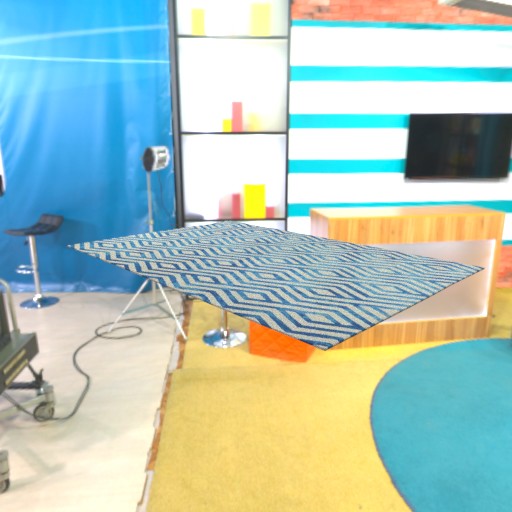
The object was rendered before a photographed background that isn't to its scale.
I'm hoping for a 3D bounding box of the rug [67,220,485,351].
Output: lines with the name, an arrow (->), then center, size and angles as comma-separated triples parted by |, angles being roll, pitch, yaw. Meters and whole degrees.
rug -> 0.000, 0.000, 2.304 | 1.225, 0.008, 1.830 | -13, 19, -42
